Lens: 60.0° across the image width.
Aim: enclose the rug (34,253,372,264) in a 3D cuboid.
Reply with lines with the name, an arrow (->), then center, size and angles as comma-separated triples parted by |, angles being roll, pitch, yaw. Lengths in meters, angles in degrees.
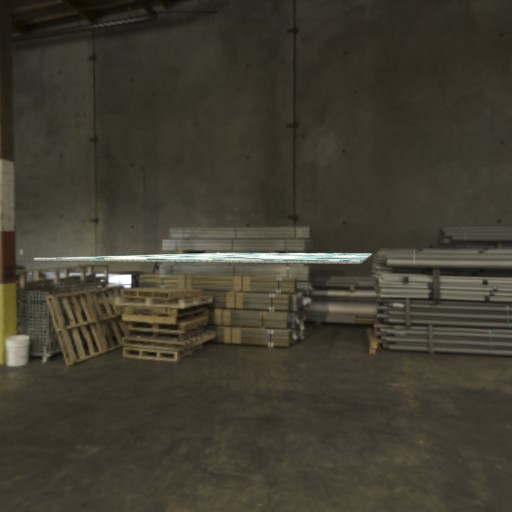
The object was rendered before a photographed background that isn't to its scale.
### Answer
rug -> 0.000, 0.000, 3.078 | 1.518, 0.015, 2.438 | 0, 1, 16
